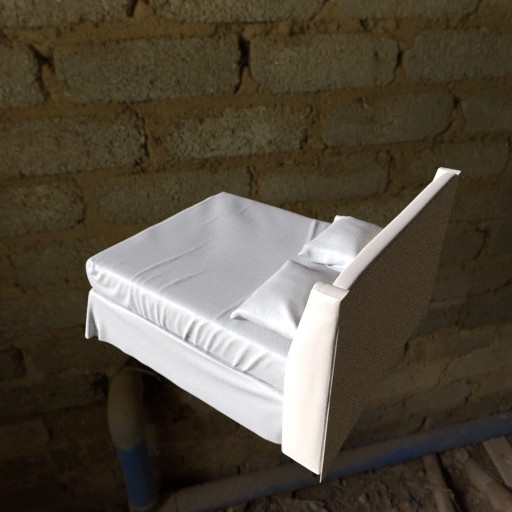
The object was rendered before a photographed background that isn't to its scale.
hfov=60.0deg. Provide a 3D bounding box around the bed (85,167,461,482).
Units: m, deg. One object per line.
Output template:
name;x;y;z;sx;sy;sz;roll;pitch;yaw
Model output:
bed;0.000;0.000;3.393;2.276;1.332;1.925;20;37;30
